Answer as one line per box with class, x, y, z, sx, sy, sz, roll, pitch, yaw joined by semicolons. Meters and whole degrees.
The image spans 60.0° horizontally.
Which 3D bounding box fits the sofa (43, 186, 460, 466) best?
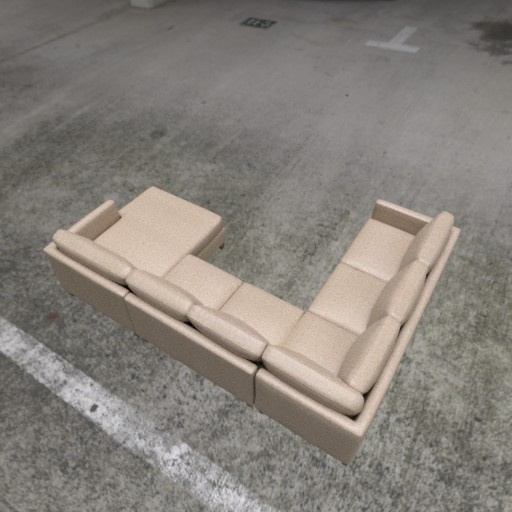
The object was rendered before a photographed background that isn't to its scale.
sofa;0.000;0.000;4.687;3.460;0.961;2.594;25;52;21
